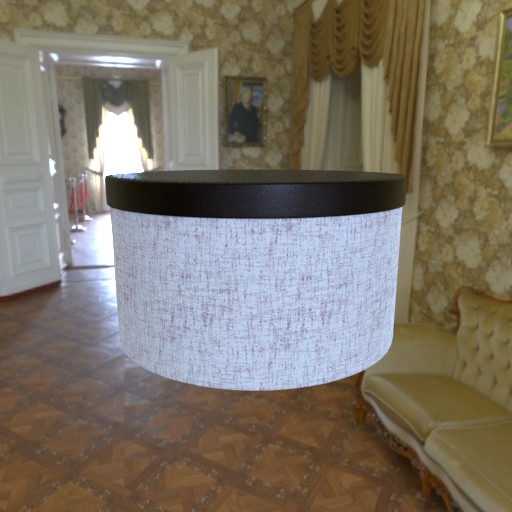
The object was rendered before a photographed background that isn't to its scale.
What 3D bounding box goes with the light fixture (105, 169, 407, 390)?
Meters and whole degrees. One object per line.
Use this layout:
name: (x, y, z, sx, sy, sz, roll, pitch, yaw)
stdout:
light fixture: (0.000, 0.000, 0.626, 0.389, 0.229, 0.389, 0, 13, 0)
